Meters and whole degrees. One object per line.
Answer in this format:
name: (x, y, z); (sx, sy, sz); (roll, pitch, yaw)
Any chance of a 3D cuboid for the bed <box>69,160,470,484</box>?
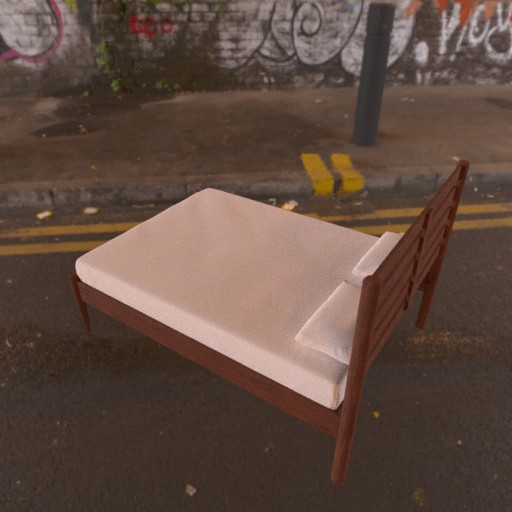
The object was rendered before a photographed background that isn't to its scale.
bed: (0.000, 0.000, 2.973); (2.093, 1.304, 1.509); (20, 38, 28)
